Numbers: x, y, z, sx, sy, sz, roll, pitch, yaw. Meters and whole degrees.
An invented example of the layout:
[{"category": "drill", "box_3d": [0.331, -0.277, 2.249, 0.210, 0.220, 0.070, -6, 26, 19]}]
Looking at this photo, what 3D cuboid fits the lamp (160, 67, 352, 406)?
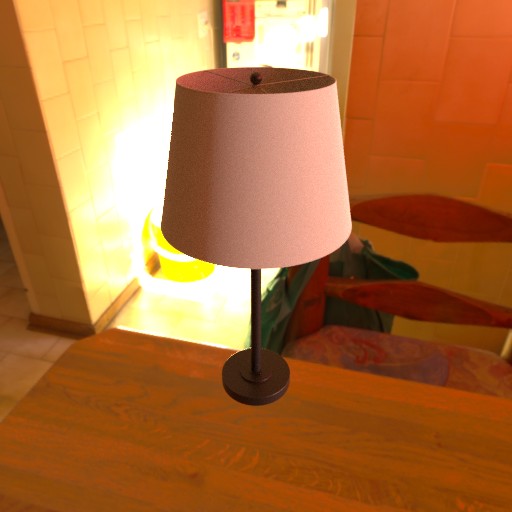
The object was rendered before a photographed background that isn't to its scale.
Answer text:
[{"category": "lamp", "box_3d": [0.000, 0.000, 0.898, 0.363, 0.696, 0.363, 0, 31, 0]}]
